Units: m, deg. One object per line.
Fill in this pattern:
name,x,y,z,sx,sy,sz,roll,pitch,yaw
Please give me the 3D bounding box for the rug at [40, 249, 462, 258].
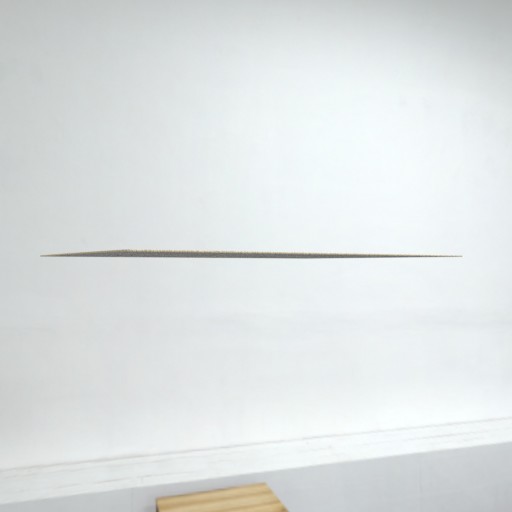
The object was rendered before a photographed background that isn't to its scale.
rug,0.000,0.000,2.851,2.284,0.008,1.522,1,-1,-37
